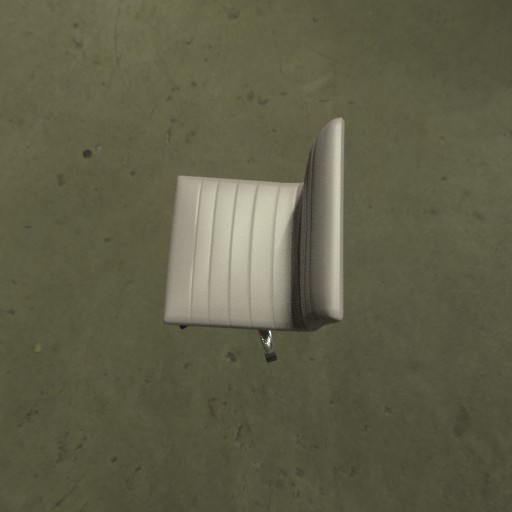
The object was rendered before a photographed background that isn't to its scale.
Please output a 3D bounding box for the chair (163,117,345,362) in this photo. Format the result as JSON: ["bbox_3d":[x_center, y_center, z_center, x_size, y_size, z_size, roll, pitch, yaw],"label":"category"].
[{"bbox_3d":[0.000,0.000,1.180,0.530,0.780,0.556,3,77,1],"label":"chair"}]
